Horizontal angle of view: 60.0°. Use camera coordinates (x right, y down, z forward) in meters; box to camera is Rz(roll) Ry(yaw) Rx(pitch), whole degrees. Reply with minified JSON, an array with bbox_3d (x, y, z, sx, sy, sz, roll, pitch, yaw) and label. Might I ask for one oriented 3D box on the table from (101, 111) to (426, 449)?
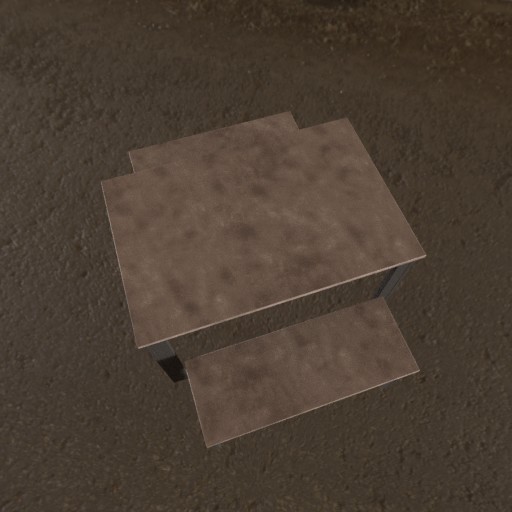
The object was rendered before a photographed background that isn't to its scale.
[{"bbox_3d":[0.000,0.000,2.054,1.100,0.700,1.443,-17,64,-8],"label":"table"}]
